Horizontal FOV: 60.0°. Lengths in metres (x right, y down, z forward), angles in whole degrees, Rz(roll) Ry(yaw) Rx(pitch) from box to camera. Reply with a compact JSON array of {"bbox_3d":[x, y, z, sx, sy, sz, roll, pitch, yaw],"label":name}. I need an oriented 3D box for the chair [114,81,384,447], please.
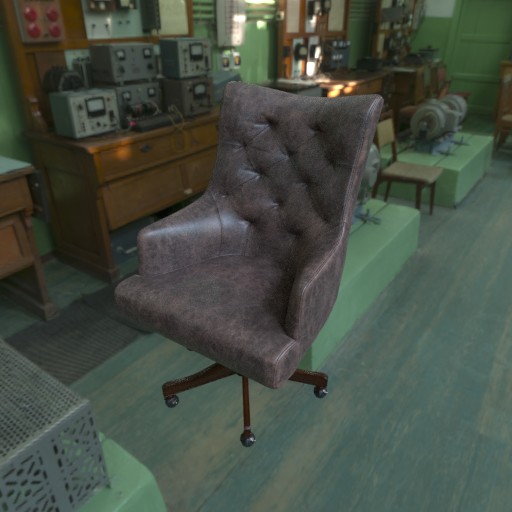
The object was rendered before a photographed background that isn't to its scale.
[{"bbox_3d":[0.000,0.000,1.523,0.641,1.035,0.762,18,33,29],"label":"chair"}]
